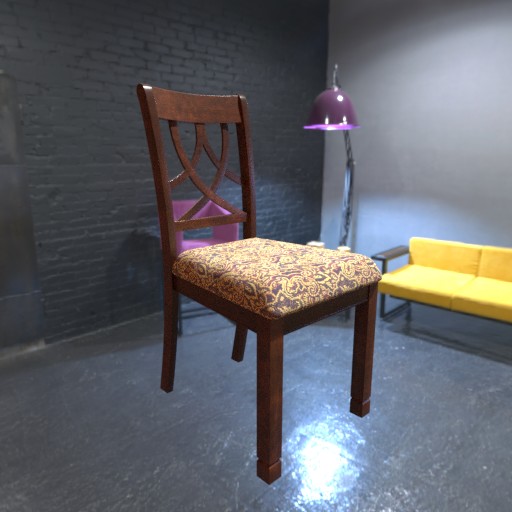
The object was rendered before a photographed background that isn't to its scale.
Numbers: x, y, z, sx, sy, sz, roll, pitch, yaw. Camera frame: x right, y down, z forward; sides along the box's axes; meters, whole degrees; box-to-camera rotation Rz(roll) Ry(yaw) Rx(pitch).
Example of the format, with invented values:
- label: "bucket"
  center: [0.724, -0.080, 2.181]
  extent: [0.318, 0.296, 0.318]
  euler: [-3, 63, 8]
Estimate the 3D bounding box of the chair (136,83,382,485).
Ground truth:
- label: "chair"
  center: [0.000, 0.000, 1.294]
  extent: [0.457, 0.965, 0.584]
  euler: [-13, 18, -42]
